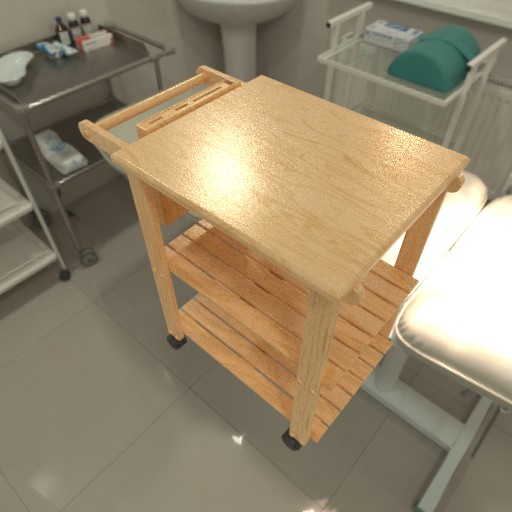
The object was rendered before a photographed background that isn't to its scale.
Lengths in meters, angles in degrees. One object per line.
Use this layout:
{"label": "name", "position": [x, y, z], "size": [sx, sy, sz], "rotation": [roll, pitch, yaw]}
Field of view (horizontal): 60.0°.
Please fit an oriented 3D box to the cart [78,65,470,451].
{"label": "cart", "position": [0.000, 0.000, 1.323], "size": [0.843, 0.816, 0.520], "rotation": [33, 55, 27]}
